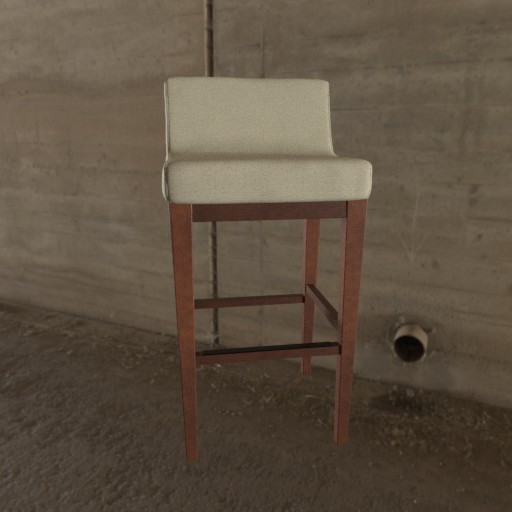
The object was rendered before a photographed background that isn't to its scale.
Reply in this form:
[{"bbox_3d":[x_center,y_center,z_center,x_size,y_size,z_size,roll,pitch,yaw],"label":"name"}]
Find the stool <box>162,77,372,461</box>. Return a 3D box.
[{"bbox_3d":[0.000,0.000,1.326,0.511,1.037,0.500,-2,15,-8],"label":"stool"}]
